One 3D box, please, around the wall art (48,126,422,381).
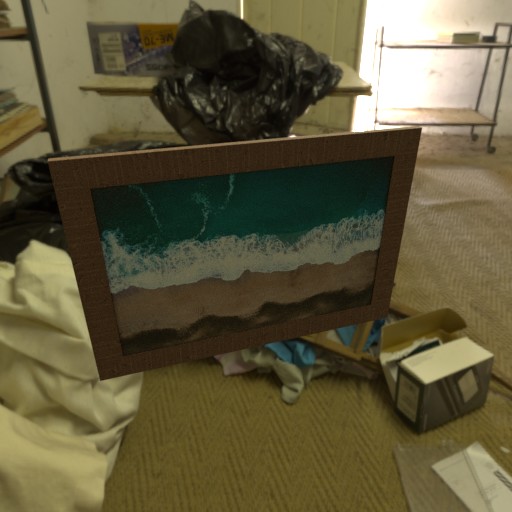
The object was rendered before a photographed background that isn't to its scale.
[{"bbox_3d":[0.000,0.000,1.207,0.917,0.626,0.019,-9,31,-16],"label":"wall art"}]
